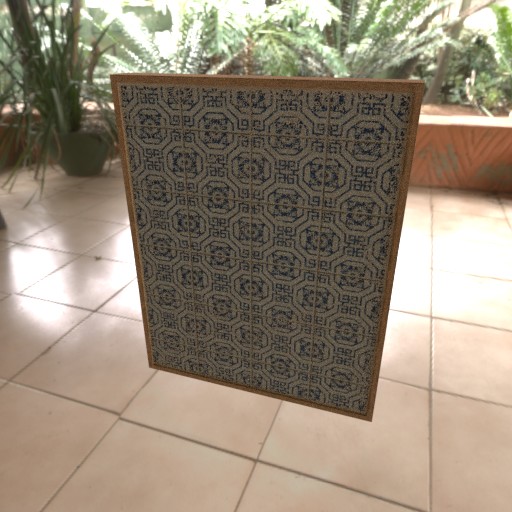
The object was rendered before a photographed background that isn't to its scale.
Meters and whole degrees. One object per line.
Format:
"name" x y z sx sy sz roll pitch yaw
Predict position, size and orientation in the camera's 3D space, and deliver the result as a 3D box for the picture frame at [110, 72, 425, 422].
"picture frame" 0.000 0.000 0.700 0.421 0.526 0.046 9 27 17
